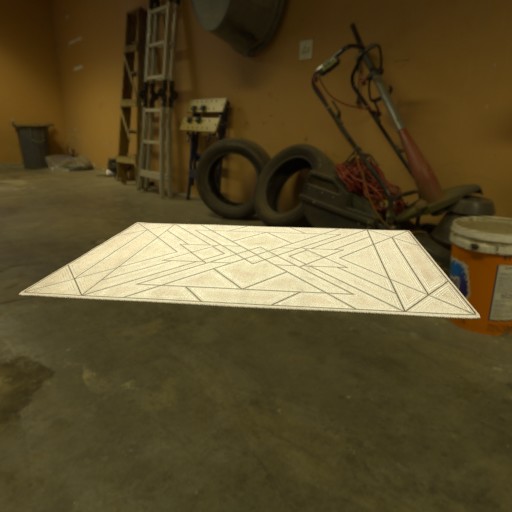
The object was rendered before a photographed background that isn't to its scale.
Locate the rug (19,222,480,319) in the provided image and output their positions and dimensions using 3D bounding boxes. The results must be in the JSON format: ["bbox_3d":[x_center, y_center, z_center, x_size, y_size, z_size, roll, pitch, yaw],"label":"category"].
[{"bbox_3d":[0.000,0.000,4.336,3.381,0.026,2.436,2,18,7],"label":"rug"}]
